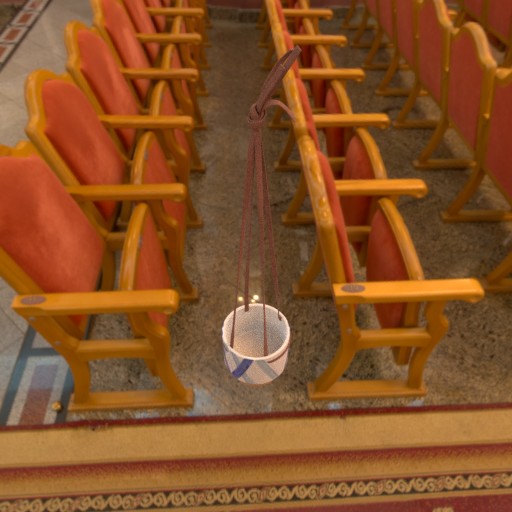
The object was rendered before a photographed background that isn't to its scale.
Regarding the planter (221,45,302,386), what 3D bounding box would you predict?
[{"bbox_3d":[0.000,0.000,0.818,0.157,0.753,0.153,-2,46,-2],"label":"planter"}]
